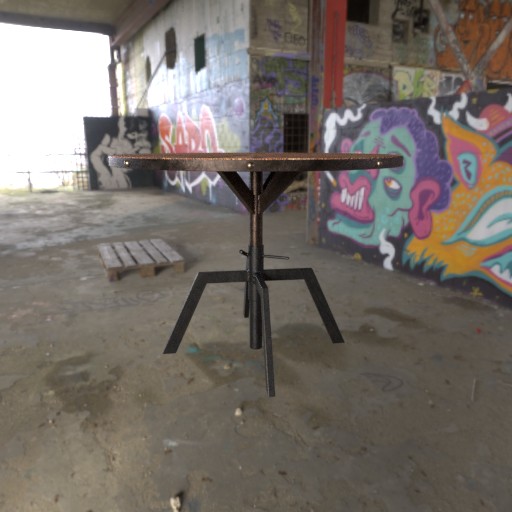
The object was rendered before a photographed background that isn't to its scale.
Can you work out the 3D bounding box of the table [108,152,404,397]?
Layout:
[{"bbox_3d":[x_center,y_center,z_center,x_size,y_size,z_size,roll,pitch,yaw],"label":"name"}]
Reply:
[{"bbox_3d":[0.000,0.000,1.475,0.885,0.658,0.885,0,14,0],"label":"table"}]
